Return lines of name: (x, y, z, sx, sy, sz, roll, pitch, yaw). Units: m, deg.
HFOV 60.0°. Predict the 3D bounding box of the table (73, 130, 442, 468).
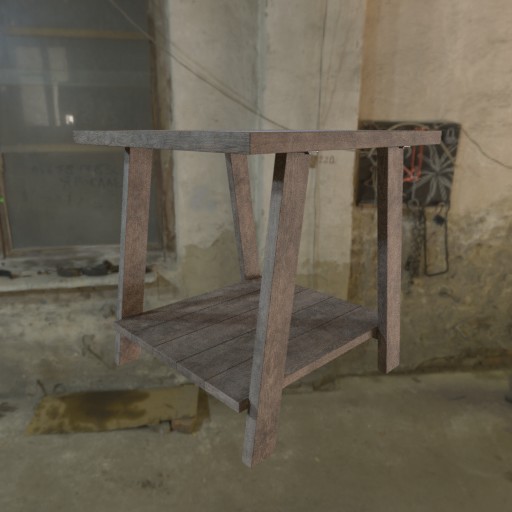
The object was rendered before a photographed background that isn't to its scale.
table: (0.000, 0.000, 1.120, 0.610, 0.610, 0.610, -15, 22, -42)
